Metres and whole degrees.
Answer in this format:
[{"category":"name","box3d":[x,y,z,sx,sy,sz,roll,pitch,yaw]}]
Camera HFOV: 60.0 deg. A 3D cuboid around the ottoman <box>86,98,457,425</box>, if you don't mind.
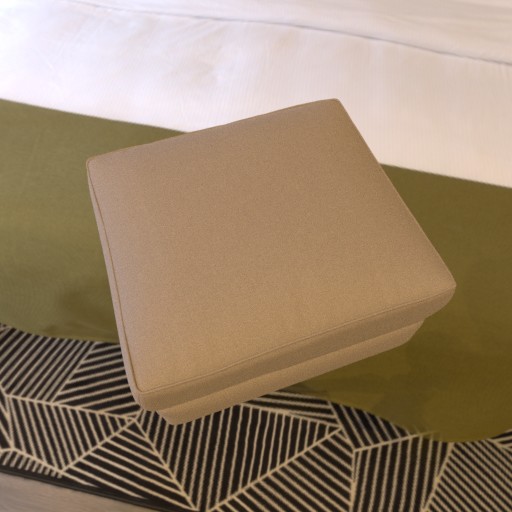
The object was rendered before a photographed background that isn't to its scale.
[{"category":"ottoman","box3d":[0.000,0.000,1.180,0.721,0.505,0.662,-17,61,-10]}]
